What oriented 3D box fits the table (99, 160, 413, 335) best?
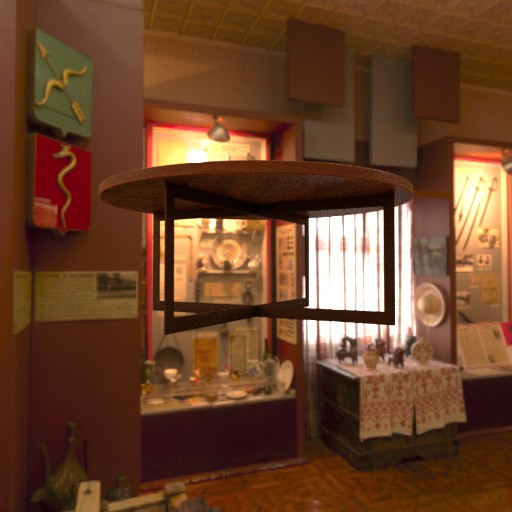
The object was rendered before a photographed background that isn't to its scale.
[{"bbox_3d":[0.000,0.000,1.885,1.264,0.516,1.264,0,-1,0],"label":"table"}]
